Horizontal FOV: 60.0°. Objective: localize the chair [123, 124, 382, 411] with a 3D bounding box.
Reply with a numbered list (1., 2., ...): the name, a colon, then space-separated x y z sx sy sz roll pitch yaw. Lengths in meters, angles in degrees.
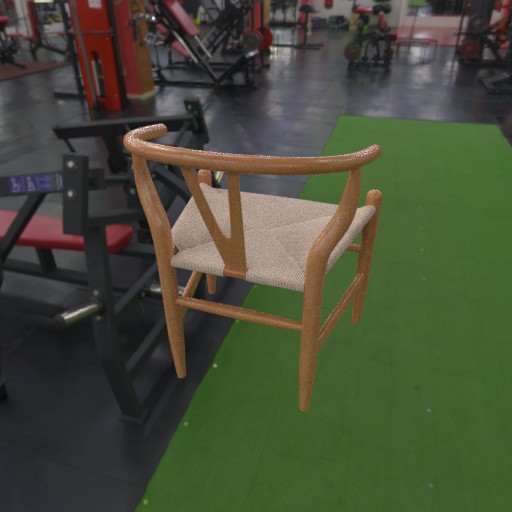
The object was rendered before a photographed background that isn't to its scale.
1. chair: 0.000 0.000 1.159 0.569 0.730 0.579 10 33 16
